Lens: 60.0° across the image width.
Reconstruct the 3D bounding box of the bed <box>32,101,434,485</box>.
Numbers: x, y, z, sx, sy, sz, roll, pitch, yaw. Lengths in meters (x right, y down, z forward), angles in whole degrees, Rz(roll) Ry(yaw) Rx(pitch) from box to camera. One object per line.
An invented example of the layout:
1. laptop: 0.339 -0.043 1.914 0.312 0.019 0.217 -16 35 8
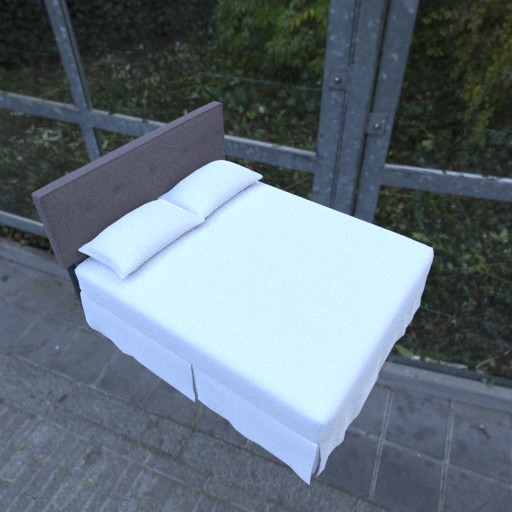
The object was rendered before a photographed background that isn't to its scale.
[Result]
1. bed: 0.000 0.000 2.823 1.894 1.089 1.610 25 47 26
